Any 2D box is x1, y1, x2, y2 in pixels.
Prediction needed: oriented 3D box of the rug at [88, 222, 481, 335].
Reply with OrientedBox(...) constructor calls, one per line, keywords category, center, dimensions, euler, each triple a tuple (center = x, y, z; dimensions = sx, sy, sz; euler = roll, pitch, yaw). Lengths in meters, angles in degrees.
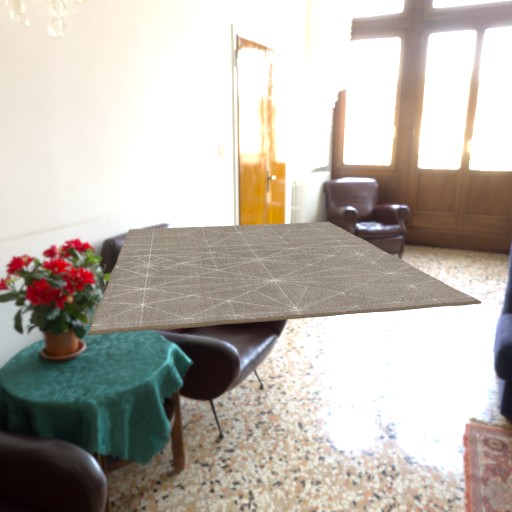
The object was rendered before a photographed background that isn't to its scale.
OrientedBox(category="rug", center=(0.000, 0.000, 0.897), dimensions=(0.548, 0.006, 0.639), euler=(-3, 15, -11))
